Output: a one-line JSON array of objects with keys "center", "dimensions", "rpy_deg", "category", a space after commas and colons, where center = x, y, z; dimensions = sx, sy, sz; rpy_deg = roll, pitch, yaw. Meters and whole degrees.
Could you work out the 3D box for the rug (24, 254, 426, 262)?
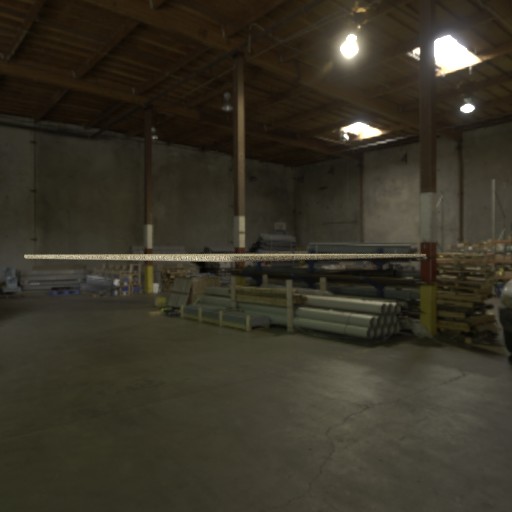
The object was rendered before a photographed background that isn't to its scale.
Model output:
[{"center": [0.000, 0.000, 3.420], "dimensions": [1.801, 0.024, 2.700], "rpy_deg": [0, 1, 37], "category": "rug"}]
